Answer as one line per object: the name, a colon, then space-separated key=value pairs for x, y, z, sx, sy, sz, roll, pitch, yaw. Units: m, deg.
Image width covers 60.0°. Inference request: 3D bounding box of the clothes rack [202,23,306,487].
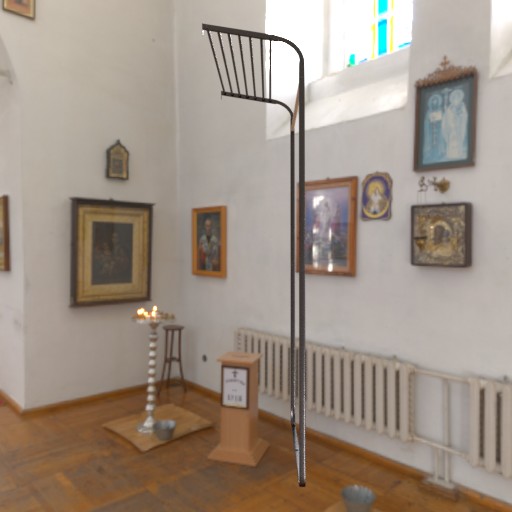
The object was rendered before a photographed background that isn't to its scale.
clothes rack: x=0.000 y=0.000 z=1.791 sx=0.349 sy=1.574 sz=0.609 roll=0 pitch=-1 yaw=2
